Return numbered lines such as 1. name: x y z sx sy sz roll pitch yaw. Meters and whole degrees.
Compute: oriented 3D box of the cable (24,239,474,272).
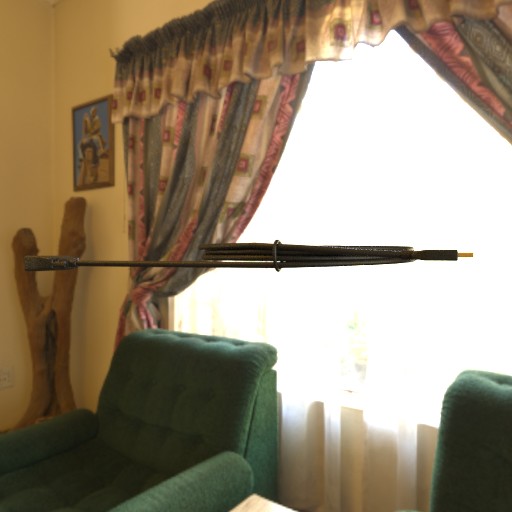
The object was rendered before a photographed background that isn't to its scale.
1. cable: 0.000 0.000 0.503 0.422 0.030 0.257 0 0 20
